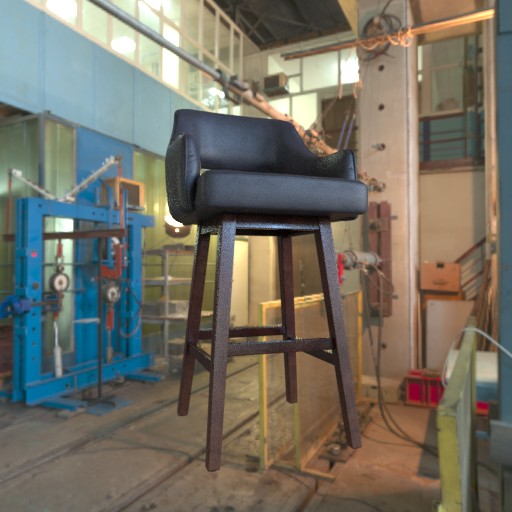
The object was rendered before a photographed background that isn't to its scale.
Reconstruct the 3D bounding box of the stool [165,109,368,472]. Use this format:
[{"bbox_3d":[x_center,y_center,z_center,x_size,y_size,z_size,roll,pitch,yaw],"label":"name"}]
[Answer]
[{"bbox_3d":[0.000,0.000,1.370,0.550,1.041,0.560,0,-1,-19],"label":"stool"}]
